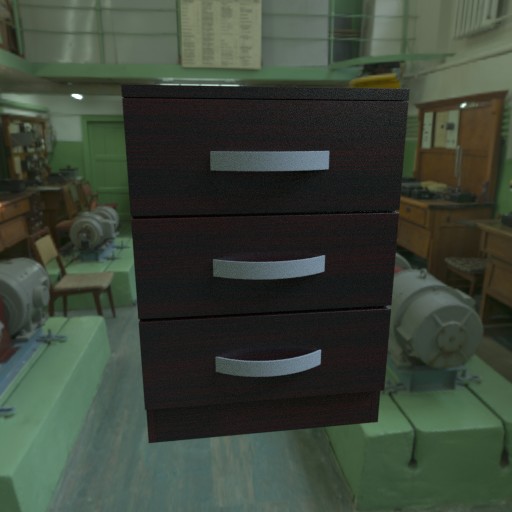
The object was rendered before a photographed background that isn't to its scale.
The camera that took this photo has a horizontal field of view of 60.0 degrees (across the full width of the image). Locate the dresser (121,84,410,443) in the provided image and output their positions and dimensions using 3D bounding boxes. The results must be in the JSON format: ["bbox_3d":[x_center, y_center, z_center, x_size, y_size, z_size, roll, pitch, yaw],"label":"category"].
[{"bbox_3d":[0.000,0.000,0.824,0.400,0.560,0.360,-2,15,-8],"label":"dresser"}]
